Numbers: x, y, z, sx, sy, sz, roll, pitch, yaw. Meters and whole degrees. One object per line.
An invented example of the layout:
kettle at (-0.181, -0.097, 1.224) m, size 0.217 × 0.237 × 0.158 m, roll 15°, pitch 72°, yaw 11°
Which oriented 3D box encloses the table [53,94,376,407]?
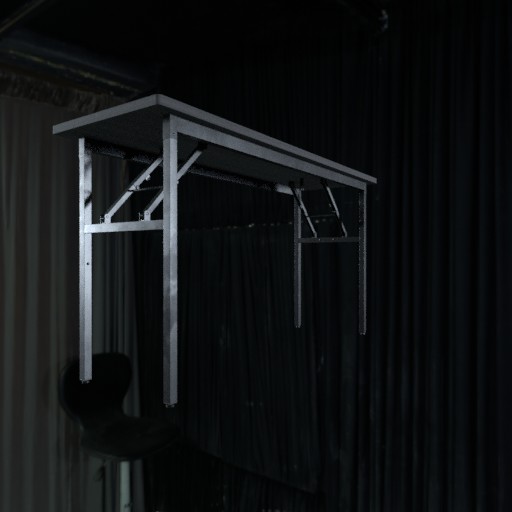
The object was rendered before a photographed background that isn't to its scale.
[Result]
table at (0.000, 0.000, 1.717) m, size 0.449 × 0.750 × 1.399 m, roll 0°, pitch 0°, yaw 36°
